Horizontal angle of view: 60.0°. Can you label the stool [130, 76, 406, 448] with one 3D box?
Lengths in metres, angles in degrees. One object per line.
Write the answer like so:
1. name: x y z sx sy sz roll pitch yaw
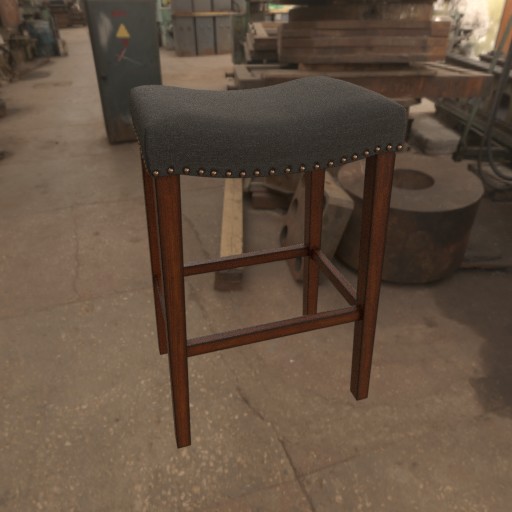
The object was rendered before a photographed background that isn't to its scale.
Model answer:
1. stool: 0.000 0.000 1.061 0.502 0.760 0.366 -9 32 -15
